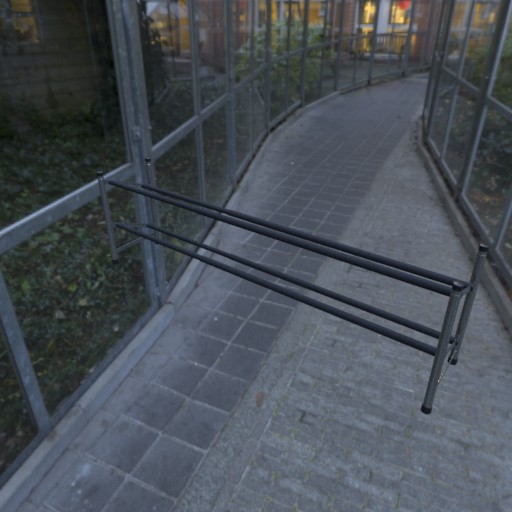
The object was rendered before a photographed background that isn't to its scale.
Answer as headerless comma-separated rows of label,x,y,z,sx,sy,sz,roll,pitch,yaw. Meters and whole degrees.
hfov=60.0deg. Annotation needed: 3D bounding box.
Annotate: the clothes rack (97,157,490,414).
clothes rack,0.000,0.000,1.319,1.168,0.349,0.229,20,34,32
